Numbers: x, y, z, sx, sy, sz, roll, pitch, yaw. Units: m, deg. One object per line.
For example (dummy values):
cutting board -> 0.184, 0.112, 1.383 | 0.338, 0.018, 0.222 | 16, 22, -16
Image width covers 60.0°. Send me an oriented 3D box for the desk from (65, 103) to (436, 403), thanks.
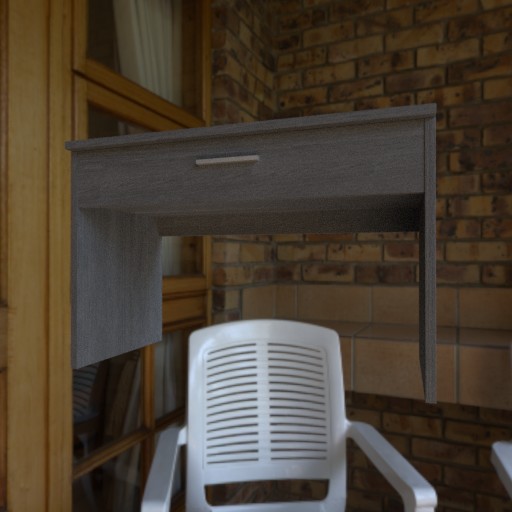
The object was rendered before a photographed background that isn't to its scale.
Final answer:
desk -> 0.000, 0.000, 1.500 | 1.099, 0.729, 0.557 | 0, 0, 19
